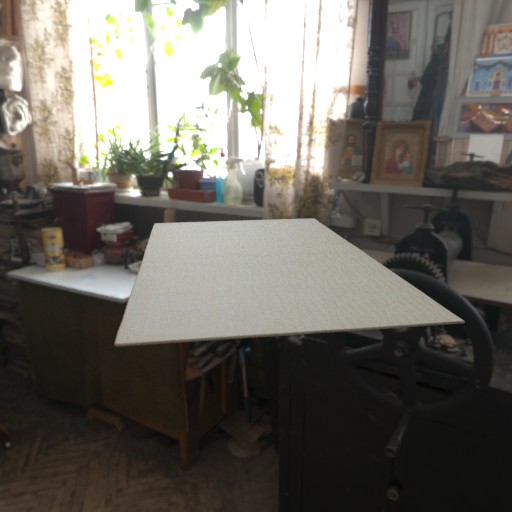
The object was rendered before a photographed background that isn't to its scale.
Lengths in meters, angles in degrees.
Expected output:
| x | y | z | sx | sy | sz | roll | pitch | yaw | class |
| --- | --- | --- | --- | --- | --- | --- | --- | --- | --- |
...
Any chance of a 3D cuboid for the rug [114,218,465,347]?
| x | y | z | sx | sy | sz | roll | pitch | yaw | class |
| --- | --- | --- | --- | --- | --- | --- | --- | --- | --- |
| 0.000 | 0.000 | 3.038 | 1.531 | 0.014 | 2.441 | -2 | 16 | -8 | rug |
